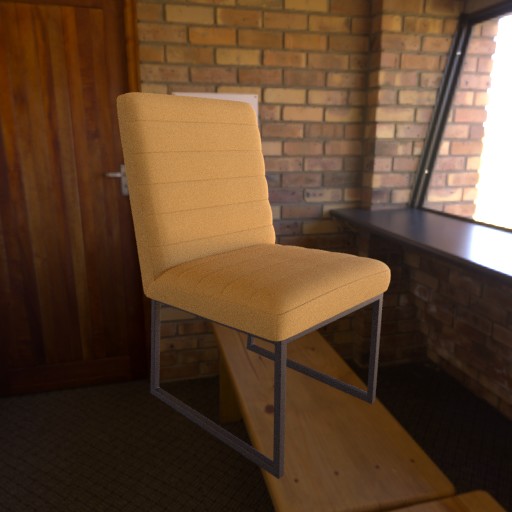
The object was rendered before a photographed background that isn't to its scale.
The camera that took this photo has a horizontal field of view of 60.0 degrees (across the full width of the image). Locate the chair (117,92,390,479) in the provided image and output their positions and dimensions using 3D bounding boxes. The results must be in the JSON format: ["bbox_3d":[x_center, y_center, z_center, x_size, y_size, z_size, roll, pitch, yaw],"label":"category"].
[{"bbox_3d":[0.000,0.000,1.323,0.634,0.930,0.520,13,20,42],"label":"chair"}]
